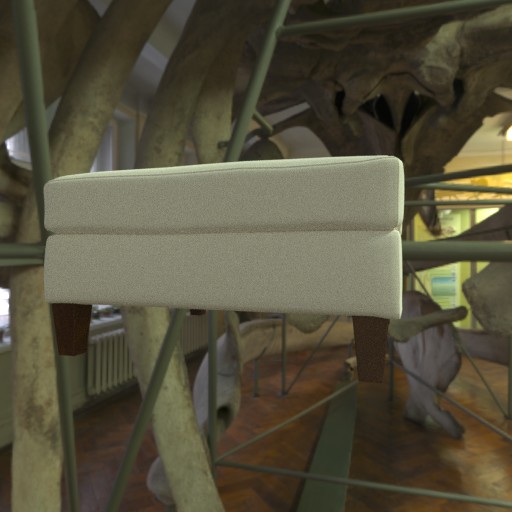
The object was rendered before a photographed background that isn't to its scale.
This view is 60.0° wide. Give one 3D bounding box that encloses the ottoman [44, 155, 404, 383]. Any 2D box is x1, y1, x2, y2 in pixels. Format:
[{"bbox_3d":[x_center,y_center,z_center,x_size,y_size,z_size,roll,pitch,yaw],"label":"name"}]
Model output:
[{"bbox_3d":[0.000,0.000,1.330,0.838,0.479,0.838,0,1,18],"label":"ottoman"}]
